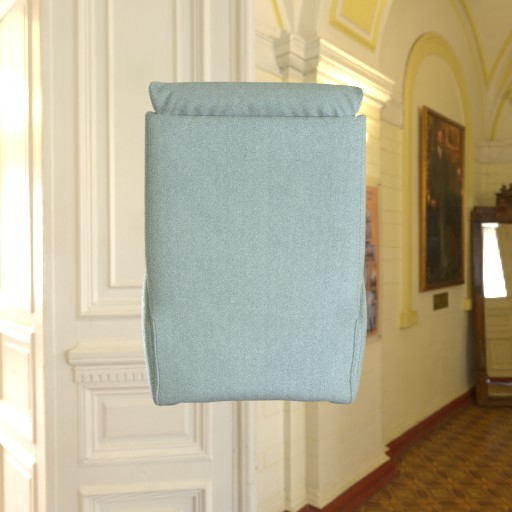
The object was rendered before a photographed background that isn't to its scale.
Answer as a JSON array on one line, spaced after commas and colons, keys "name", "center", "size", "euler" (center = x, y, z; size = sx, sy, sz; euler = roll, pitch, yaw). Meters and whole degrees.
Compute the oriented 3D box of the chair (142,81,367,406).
[{"name": "chair", "center": [0.000, 0.000, 1.668], "size": [0.812, 1.013, 0.940], "euler": [0, 1, -2]}]
